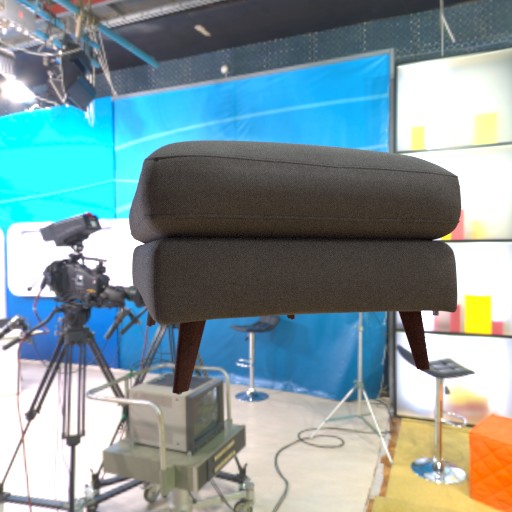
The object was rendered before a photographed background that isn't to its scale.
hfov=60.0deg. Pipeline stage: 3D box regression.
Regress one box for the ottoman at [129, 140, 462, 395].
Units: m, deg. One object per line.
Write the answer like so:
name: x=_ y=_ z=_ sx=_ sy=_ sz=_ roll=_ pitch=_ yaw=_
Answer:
ottoman: x=0.000 y=0.000 z=1.127 sx=0.608 sy=0.449 sz=0.811 roll=0 pitch=1 yaw=-17
